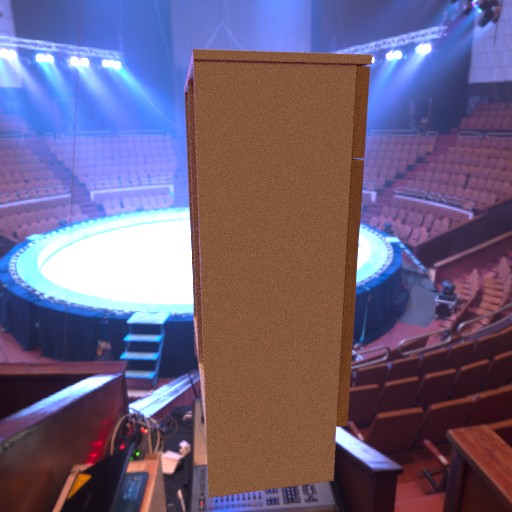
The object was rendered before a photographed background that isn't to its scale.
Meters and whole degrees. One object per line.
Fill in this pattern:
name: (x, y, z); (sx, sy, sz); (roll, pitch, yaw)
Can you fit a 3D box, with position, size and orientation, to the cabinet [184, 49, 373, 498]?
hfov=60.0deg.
cabinet: (0.000, 0.000, 1.075); (0.296, 0.815, 0.600); (-3, 16, -10)
